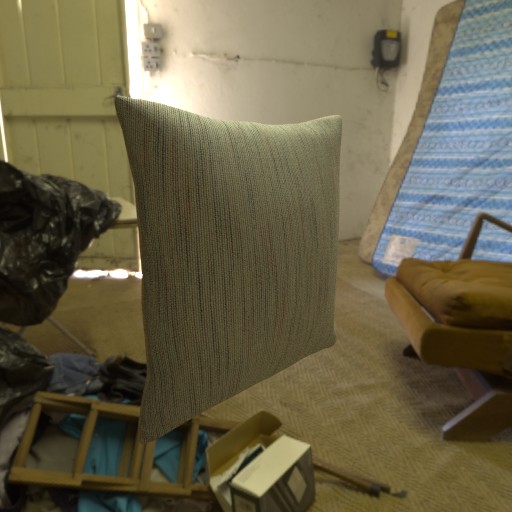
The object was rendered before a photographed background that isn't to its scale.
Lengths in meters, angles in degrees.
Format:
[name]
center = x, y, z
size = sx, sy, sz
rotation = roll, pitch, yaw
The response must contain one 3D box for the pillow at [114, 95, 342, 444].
[pillow]
center = 0.000, 0.000, 0.794
size = 0.178, 0.506, 0.512
rotation = 13, 19, 43
